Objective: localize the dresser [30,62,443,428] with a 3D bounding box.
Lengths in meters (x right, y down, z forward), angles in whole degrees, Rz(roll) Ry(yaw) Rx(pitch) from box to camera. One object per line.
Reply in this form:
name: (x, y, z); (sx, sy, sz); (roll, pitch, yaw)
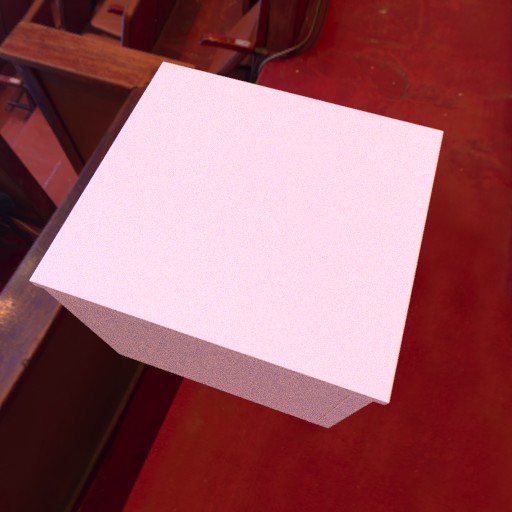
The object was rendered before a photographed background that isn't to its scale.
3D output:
dresser: (0.000, 0.000, 0.737); (0.430, 0.360, 0.400); (17, 65, 8)
